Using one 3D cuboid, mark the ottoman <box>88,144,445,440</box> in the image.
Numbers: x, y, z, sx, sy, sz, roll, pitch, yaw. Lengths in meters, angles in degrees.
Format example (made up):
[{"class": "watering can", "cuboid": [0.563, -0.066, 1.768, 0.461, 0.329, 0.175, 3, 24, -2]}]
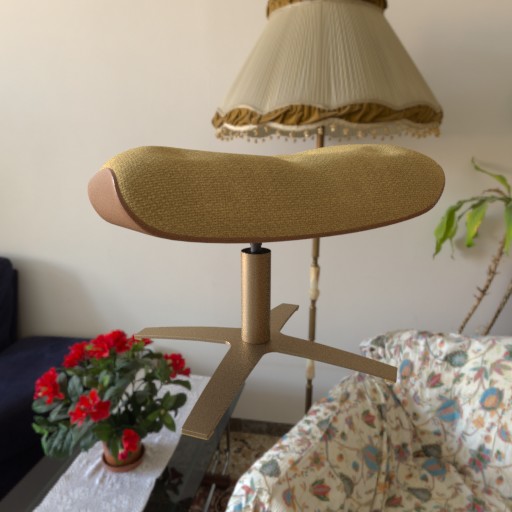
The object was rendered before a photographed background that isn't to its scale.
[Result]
[{"class": "ottoman", "cuboid": [0.000, 0.000, 0.800, 0.520, 0.391, 0.394, -7, 17, -25]}]
